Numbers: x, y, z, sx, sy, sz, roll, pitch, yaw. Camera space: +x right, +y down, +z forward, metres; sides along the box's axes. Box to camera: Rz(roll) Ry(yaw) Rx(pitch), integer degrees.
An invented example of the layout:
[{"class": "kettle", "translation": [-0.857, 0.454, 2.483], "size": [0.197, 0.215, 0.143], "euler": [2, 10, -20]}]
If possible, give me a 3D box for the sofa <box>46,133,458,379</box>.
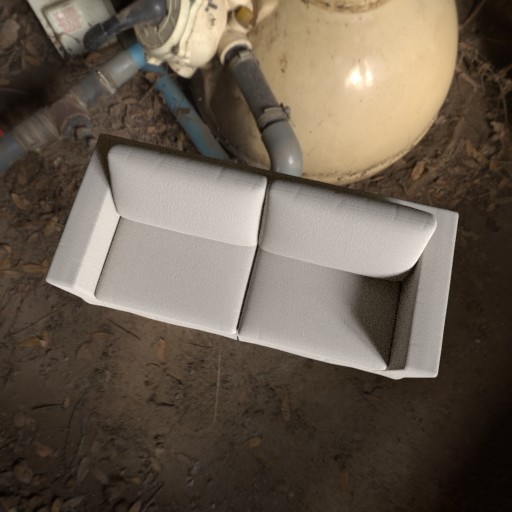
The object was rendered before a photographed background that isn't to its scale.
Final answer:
[{"class": "sofa", "translation": [0.000, 0.000, 2.647], "size": [2.163, 0.881, 0.954], "euler": [13, 75, 4]}]
